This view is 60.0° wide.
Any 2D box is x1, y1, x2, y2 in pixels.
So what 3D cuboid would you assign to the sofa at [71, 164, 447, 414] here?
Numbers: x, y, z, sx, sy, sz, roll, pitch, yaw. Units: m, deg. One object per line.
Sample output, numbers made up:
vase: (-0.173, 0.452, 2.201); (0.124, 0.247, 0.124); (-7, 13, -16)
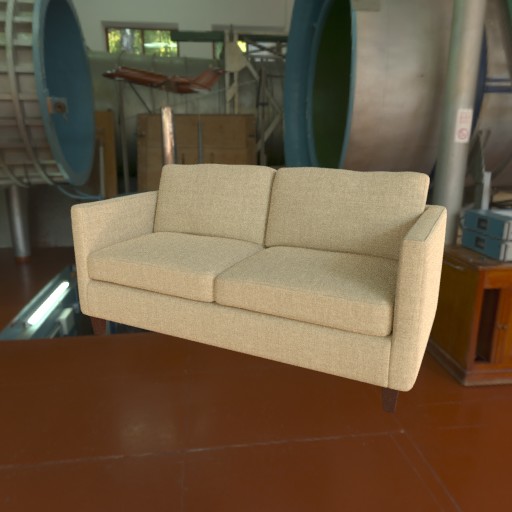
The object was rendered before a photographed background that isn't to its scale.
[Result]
sofa: (0.000, 0.000, 2.487); (1.884, 0.963, 0.950); (8, 17, 26)
